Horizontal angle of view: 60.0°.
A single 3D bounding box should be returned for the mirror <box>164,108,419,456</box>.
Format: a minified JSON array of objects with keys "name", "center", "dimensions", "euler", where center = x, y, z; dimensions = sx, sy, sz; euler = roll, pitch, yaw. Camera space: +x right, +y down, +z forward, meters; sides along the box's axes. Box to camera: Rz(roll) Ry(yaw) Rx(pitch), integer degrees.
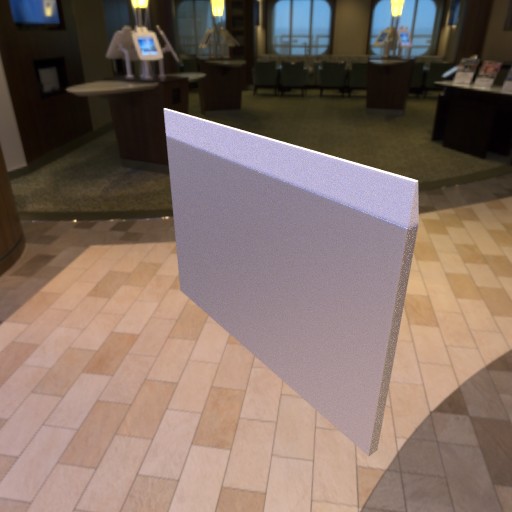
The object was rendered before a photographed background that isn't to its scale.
[{"name":"mirror","center":[0.000,0.000,1.152],"dimensions":[0.030,0.630,0.870],"euler":[-19,33,-32]}]
